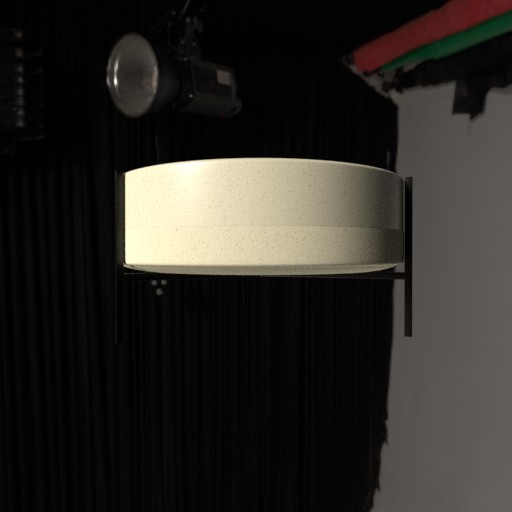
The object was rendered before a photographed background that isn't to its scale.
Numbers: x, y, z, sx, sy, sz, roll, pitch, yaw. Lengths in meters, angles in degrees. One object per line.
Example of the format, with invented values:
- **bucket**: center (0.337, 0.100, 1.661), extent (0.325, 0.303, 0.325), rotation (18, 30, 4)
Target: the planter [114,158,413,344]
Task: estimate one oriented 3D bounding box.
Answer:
- **planter**: center (0.000, 0.000, 0.537), extent (0.345, 0.171, 0.336), rotation (0, 1, -37)
